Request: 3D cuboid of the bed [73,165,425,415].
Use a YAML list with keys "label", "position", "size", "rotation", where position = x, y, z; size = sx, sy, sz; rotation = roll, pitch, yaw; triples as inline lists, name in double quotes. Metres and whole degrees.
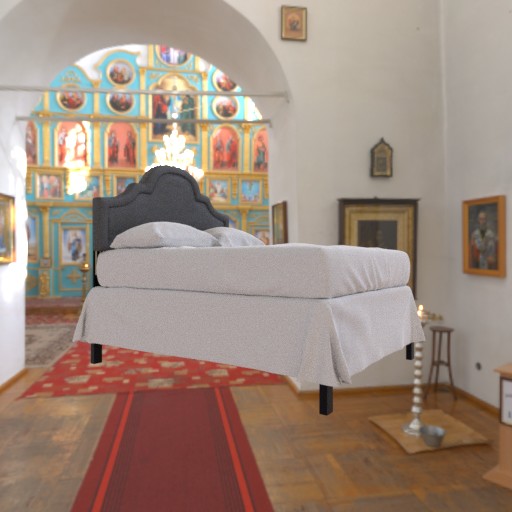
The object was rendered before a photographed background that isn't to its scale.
- label: "bed"
  position: [0.000, 0.000, 3.468]
  size: [2.222, 1.634, 1.780]
  rotation: [0, 0, 35]
